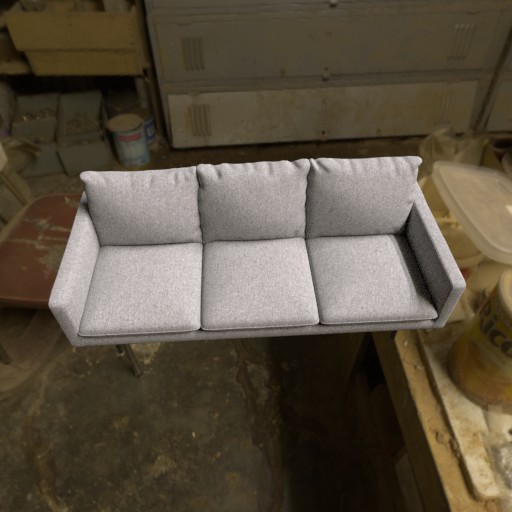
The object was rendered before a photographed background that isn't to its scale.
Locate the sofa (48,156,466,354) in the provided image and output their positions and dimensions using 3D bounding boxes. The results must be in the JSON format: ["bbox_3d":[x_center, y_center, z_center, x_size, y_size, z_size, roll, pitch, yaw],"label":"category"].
[{"bbox_3d":[0.000,0.000,2.479,2.000,0.830,0.850,-3,48,-2],"label":"sofa"}]
